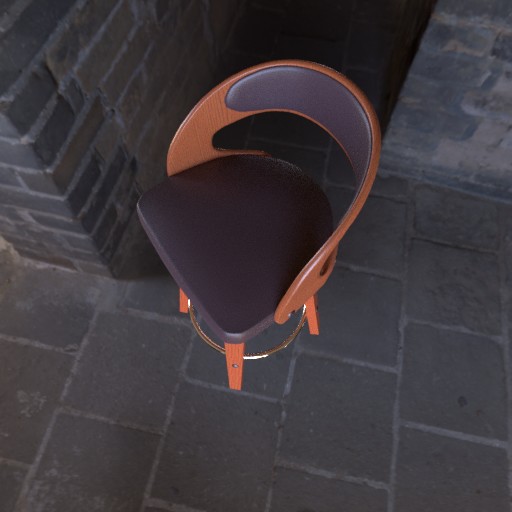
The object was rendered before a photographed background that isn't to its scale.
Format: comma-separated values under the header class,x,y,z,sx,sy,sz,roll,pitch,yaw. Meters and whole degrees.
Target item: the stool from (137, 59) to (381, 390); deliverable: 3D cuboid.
class,x,y,z,sx,sy,sz,roll,pitch,yaw
stool,0.000,0.000,1.196,0.457,0.940,0.457,-32,68,-15
